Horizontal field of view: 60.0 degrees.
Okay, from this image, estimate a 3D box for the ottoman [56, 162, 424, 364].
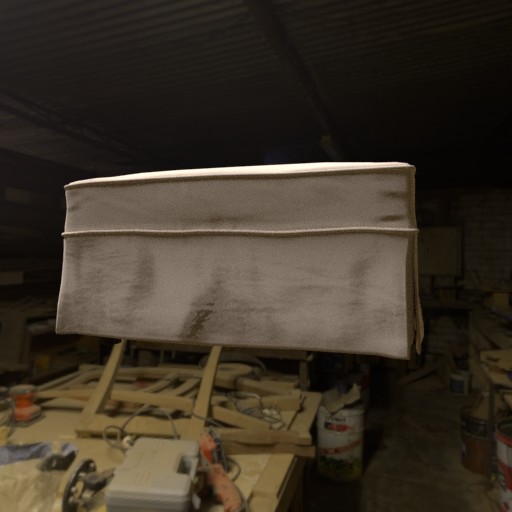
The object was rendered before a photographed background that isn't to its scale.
[{"bbox_3d":[0.000,0.000,1.353,0.944,0.479,0.703,0,1,17],"label":"ottoman"}]
